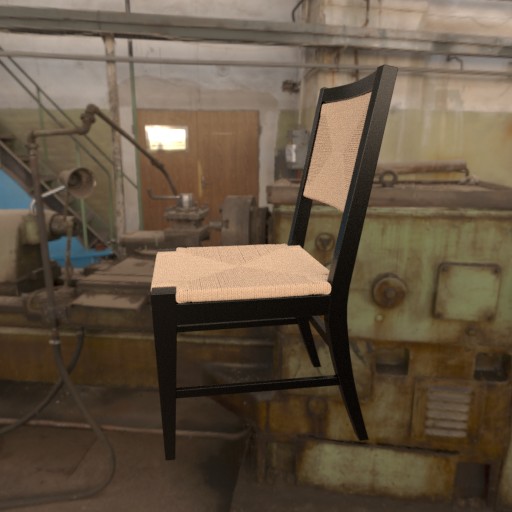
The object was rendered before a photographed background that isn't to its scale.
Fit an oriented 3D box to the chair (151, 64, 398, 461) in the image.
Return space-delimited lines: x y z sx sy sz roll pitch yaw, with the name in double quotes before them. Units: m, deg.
"chair" 0.000 0.000 1.220 0.552 0.927 0.437 -2 14 -10
